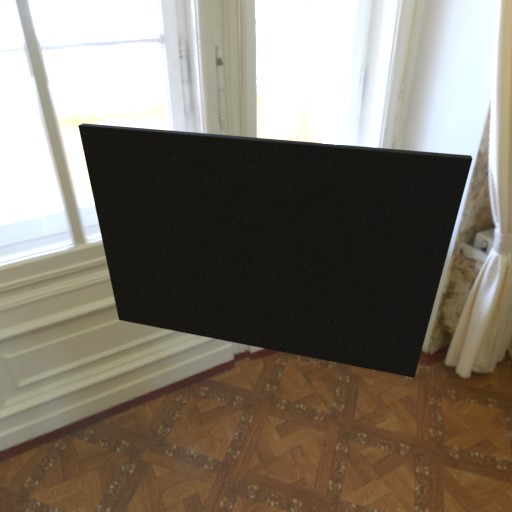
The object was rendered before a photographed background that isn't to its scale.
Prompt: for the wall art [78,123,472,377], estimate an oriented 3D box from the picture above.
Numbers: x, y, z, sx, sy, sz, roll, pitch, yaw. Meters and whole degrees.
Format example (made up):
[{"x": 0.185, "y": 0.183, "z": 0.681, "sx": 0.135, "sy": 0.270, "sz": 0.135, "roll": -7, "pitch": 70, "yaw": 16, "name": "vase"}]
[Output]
[{"x": 0.000, "y": 0.000, "z": 1.236, "sx": 0.964, "sy": 0.659, "sz": 0.049, "roll": 9, "pitch": 33, "yaw": 15, "name": "wall art"}]
